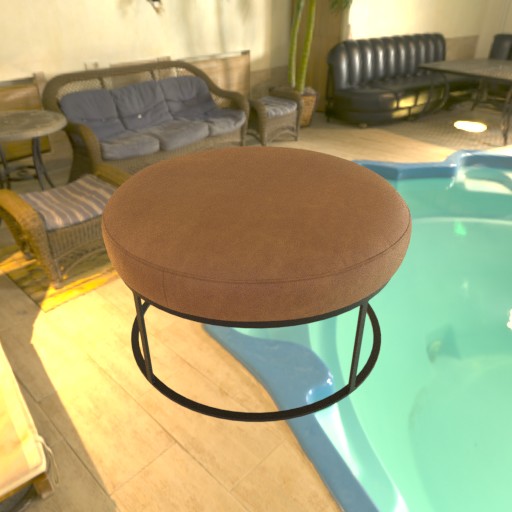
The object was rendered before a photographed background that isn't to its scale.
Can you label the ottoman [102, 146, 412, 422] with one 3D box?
[{"bbox_3d":[0.000,0.000,1.227,0.771,0.460,0.771,0,31,0],"label":"ottoman"}]
